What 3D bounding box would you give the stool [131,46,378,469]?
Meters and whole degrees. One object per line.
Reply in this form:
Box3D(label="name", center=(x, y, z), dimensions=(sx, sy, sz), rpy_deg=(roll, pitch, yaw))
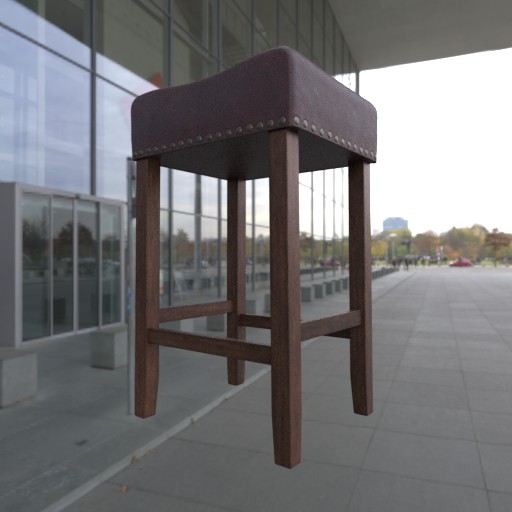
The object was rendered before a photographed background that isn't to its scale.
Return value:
Box3D(label="stool", center=(0.000, 0.000, 1.075), dimensions=(0.465, 0.769, 0.401), rpy_deg=(0, 0, 37))
